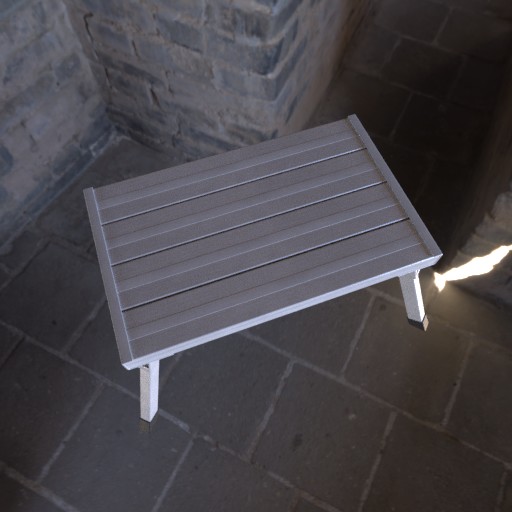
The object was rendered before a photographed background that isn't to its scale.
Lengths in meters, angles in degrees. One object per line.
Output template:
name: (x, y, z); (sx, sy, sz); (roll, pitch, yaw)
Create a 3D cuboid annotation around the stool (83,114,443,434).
stool: (0.000, 0.000, 0.743); (0.535, 0.225, 0.385); (-18, 64, -9)
